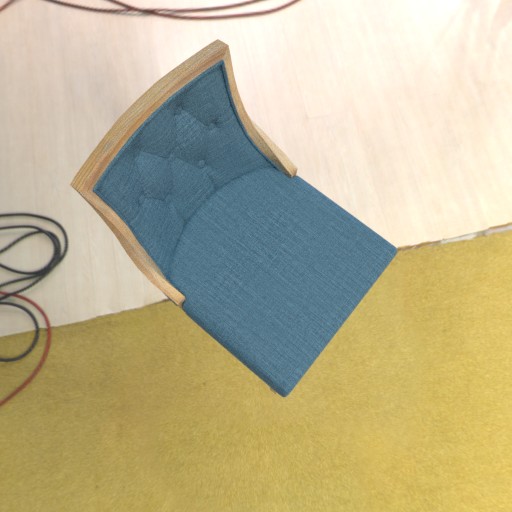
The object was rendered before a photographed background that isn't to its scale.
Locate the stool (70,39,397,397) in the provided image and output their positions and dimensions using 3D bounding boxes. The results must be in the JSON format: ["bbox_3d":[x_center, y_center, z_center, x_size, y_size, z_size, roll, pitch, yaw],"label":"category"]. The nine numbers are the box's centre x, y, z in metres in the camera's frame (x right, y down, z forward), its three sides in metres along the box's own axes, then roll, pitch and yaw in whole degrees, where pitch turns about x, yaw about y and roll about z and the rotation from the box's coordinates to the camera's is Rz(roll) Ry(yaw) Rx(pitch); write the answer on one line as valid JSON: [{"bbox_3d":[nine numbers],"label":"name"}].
[{"bbox_3d":[0.000,0.000,1.291,0.626,0.938,0.524,38,78,10],"label":"stool"}]
